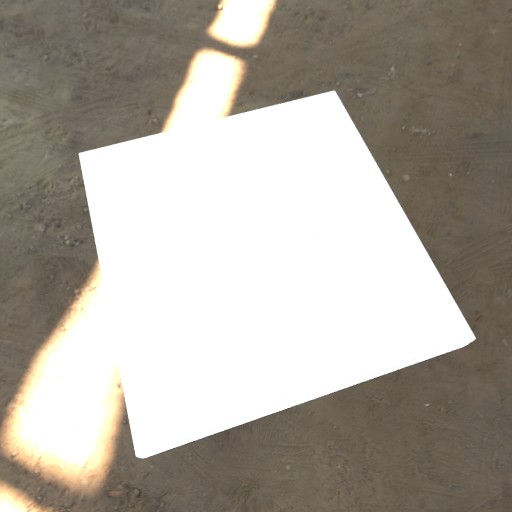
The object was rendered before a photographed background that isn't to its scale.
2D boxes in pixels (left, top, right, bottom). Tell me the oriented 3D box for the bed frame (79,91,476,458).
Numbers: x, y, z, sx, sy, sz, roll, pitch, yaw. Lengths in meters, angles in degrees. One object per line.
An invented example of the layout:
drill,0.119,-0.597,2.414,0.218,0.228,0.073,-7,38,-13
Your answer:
bed frame,0.000,0.000,3.030,1.930,0.559,2.032,-16,64,-8
